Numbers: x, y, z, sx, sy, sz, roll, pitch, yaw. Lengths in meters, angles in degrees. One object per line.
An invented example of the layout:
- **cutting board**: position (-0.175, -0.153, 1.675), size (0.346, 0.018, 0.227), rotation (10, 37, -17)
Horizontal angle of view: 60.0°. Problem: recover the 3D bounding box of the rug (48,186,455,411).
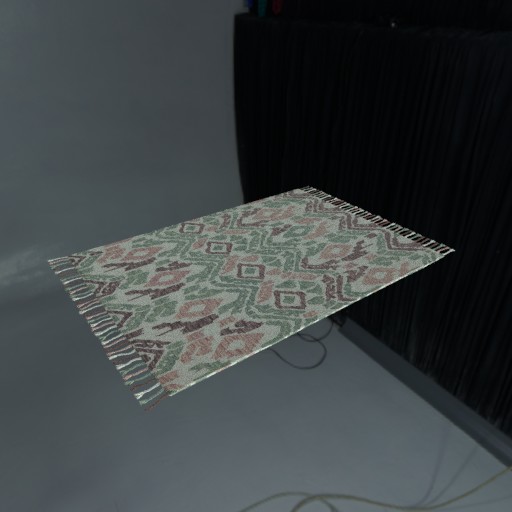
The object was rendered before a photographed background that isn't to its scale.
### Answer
- **rug**: position (0.000, 0.000, 2.357), size (1.829, 0.010, 1.219), rotation (-20, 36, -31)
